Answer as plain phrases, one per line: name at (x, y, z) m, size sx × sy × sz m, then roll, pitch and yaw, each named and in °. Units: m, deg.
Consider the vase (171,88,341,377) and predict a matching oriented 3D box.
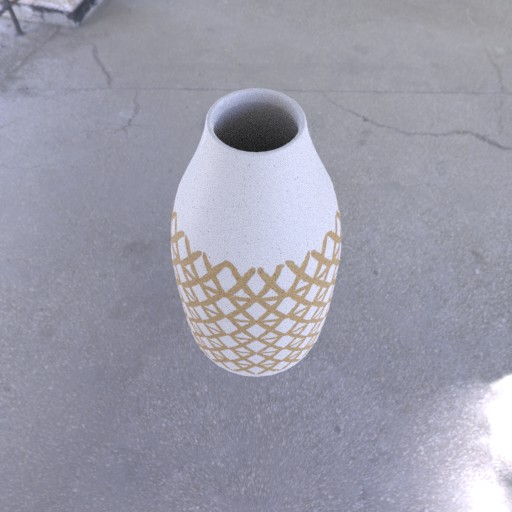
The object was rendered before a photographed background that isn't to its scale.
vase at (0.000, 0.000, 0.491) m, size 0.186 × 0.380 × 0.186 m, roll 0°, pitch 57°, yaw 0°
